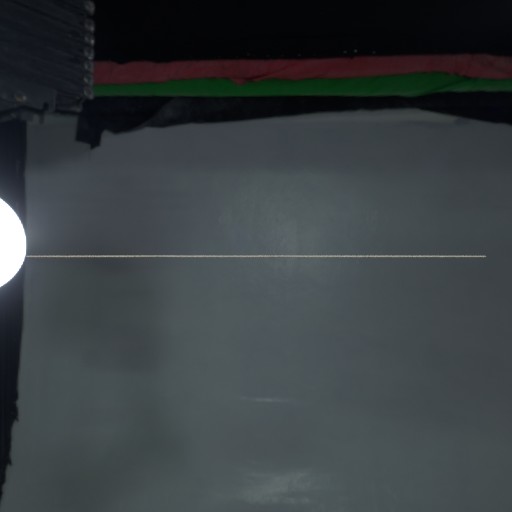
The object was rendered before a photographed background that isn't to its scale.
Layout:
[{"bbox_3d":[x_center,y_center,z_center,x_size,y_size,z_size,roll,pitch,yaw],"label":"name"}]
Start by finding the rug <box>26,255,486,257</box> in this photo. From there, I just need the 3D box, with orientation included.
[{"bbox_3d":[0.000,0.000,4.153,3.048,0.012,2.444,0,0,0],"label":"rug"}]
